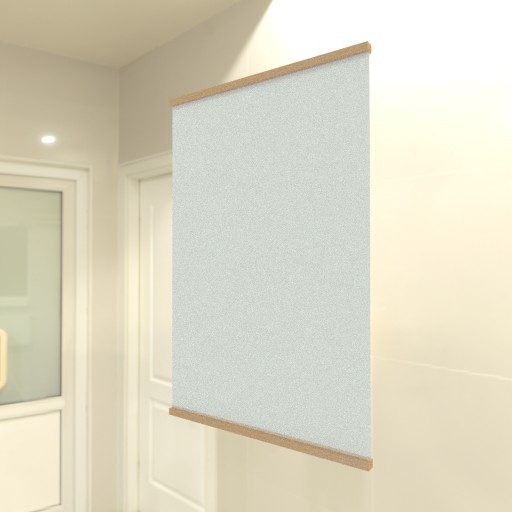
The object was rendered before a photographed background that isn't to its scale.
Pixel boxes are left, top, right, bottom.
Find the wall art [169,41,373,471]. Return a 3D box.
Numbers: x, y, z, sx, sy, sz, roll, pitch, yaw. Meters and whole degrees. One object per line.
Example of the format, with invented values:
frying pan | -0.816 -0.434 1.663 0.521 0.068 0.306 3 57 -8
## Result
wall art | 0.000 0.000 0.627 0.335 0.510 0.013 0 -1 35
